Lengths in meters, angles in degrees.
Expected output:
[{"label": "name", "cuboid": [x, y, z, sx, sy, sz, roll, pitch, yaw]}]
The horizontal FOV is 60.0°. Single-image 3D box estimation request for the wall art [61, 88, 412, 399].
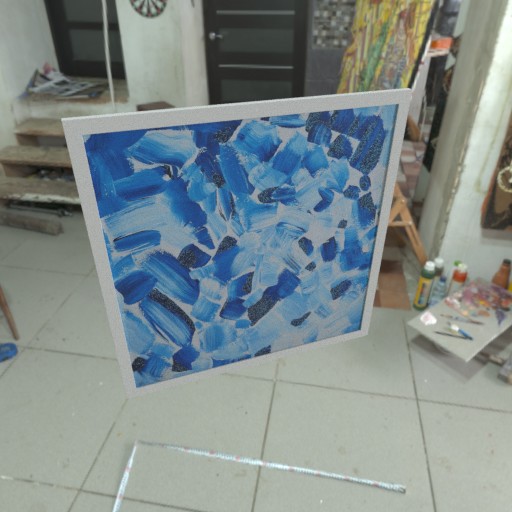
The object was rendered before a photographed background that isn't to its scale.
[{"label": "wall art", "cuboid": [0.000, 0.000, 0.980, 0.660, 0.660, 0.015, -11, 34, -16]}]
